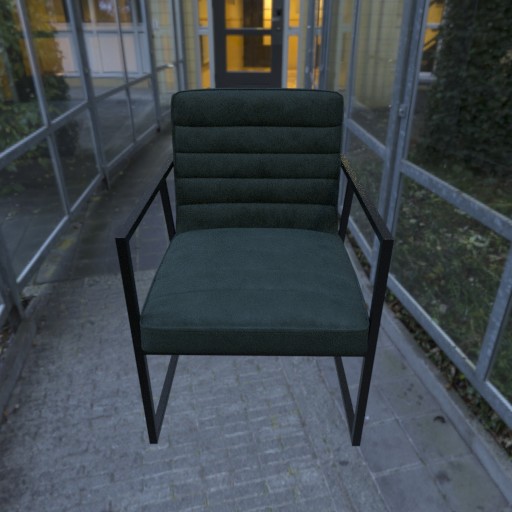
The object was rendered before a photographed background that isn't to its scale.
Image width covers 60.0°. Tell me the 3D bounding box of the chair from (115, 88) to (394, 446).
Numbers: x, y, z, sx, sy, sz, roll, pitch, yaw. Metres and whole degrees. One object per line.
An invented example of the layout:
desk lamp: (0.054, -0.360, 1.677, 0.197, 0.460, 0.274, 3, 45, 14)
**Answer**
chair: (0.000, 0.000, 1.267, 0.571, 0.833, 0.677, 0, 28, 1)
